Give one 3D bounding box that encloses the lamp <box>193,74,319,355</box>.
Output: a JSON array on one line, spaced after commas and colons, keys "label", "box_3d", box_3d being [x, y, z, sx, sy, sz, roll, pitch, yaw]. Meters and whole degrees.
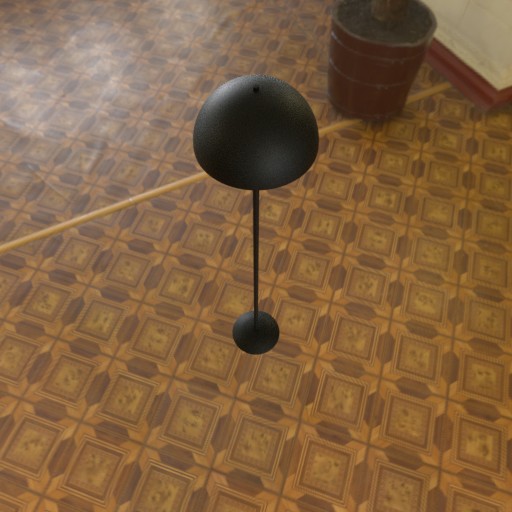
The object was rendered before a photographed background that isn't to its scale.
[{"label": "lamp", "box_3d": [0.000, 0.000, 1.644, 0.328, 1.480, 0.328, 15, 59, 9]}]
